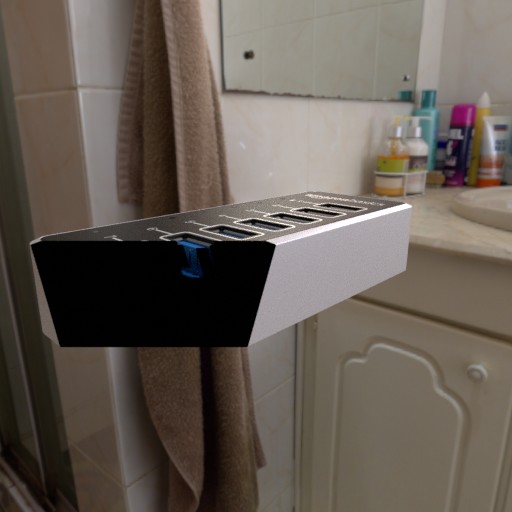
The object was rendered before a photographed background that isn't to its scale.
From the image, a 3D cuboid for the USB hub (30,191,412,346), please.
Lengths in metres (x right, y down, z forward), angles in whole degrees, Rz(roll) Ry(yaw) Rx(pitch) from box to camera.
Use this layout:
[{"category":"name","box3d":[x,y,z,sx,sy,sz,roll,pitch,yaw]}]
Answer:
[{"category":"USB hub","box3d":[0.000,0.000,0.129,0.044,0.023,0.110,16,23,42]}]
